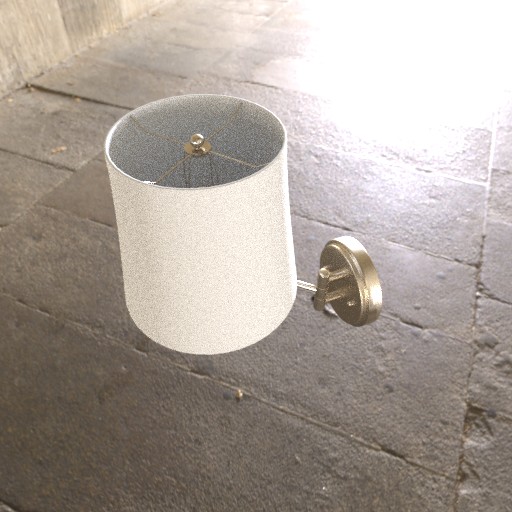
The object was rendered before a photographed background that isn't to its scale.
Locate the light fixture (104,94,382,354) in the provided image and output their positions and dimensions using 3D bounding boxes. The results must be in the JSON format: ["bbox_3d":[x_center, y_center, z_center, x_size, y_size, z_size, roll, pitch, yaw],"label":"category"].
[{"bbox_3d":[0.000,0.000,0.583,0.348,0.381,0.223,-16,48,-15],"label":"light fixture"}]
